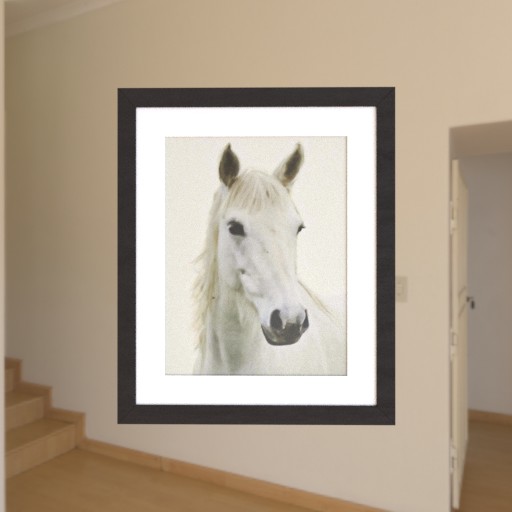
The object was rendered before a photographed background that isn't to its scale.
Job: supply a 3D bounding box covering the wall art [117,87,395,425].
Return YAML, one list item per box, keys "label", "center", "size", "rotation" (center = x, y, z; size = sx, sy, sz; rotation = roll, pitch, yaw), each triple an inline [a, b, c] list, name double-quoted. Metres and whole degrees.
- label: "wall art"
  center: [0.000, 0.000, 0.743]
  size: [0.455, 0.552, 0.034]
  rotation: [0, 0, 1]
